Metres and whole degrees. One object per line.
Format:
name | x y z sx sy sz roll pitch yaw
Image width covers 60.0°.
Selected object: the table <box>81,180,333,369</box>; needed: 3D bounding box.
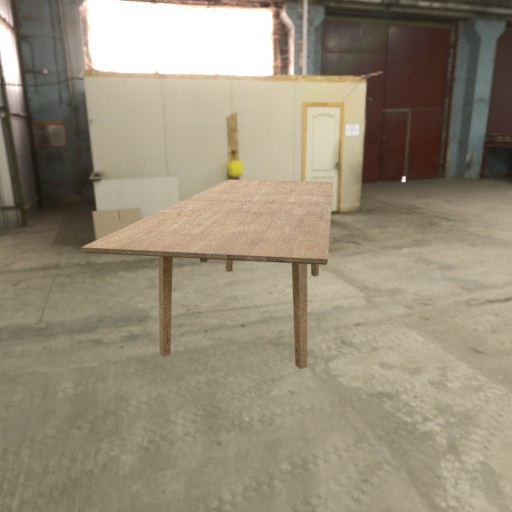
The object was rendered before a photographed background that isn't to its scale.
table | 0.000 0.000 3.068 1.000 0.752 2.603 3 16 10
